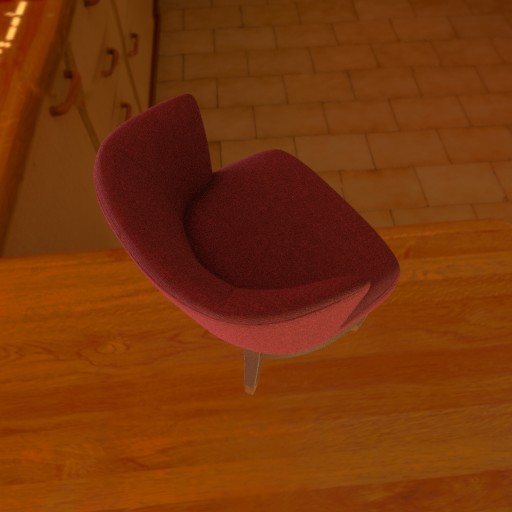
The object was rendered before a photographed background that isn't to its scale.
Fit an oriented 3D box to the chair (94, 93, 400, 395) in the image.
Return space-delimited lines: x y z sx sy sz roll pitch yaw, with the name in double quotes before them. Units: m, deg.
"chair" 0.000 0.000 1.283 0.660 0.760 0.700 -31 63 -18
